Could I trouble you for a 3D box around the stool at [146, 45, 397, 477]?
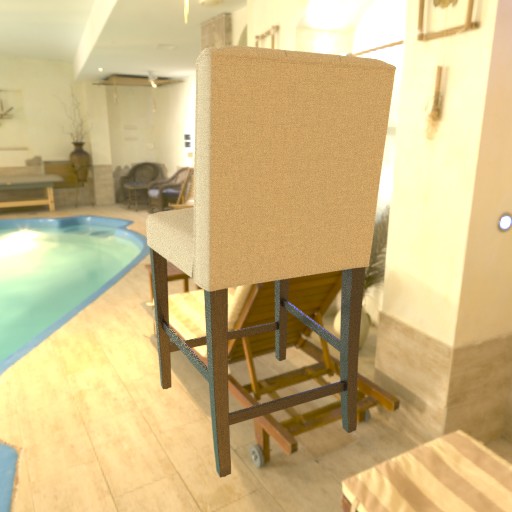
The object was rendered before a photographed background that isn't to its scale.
[{"bbox_3d":[0.000,0.000,1.193,0.474,0.939,0.509,-7,17,-25],"label":"stool"}]
